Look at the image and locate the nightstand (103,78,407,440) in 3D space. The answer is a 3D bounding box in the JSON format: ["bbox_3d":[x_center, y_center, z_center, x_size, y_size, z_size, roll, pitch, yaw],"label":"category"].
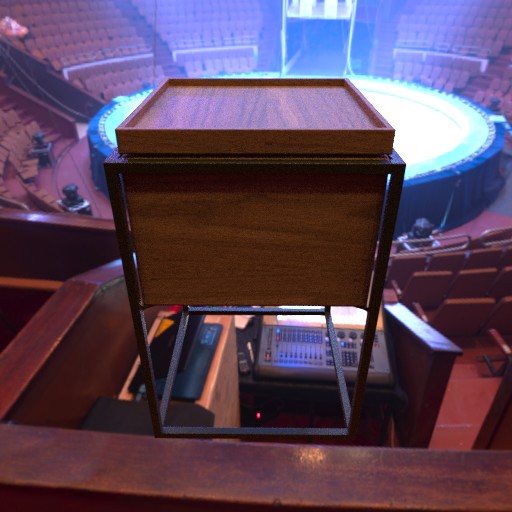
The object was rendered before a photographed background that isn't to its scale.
[{"bbox_3d":[0.000,0.000,0.885,0.397,0.607,0.397,0,32,1],"label":"nightstand"}]
